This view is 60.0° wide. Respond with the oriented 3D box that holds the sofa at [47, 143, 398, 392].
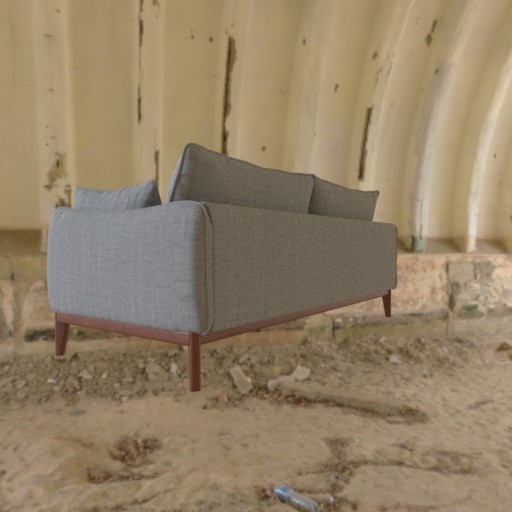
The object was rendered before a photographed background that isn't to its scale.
[{"bbox_3d":[0.000,0.000,2.468,0.972,0.851,1.989,1,2,36],"label":"sofa"}]
